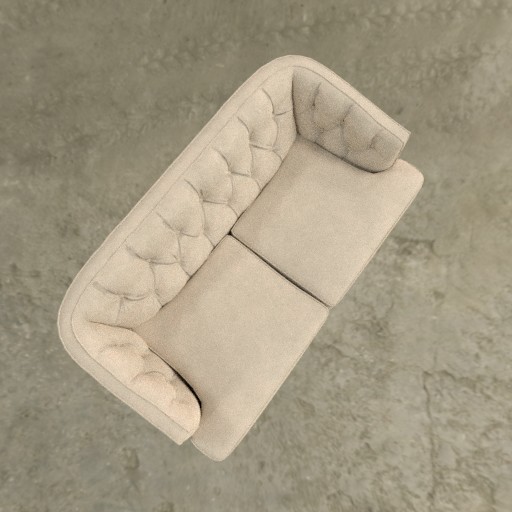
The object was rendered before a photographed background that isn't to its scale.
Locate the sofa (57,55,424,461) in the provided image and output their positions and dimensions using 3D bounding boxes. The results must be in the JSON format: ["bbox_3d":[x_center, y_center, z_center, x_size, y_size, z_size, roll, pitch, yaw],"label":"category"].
[{"bbox_3d":[0.000,0.000,2.216,0.940,0.878,1.731,36,79,9],"label":"sofa"}]
